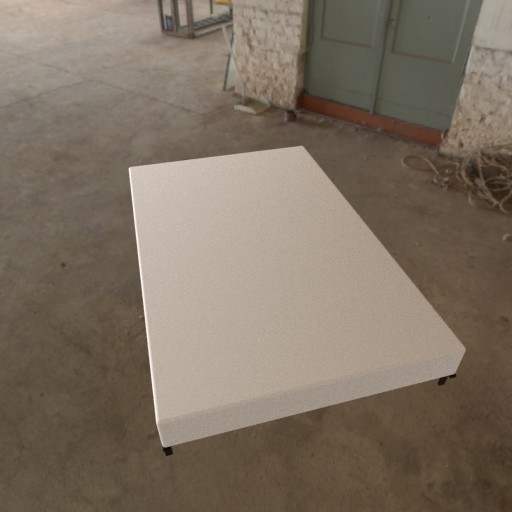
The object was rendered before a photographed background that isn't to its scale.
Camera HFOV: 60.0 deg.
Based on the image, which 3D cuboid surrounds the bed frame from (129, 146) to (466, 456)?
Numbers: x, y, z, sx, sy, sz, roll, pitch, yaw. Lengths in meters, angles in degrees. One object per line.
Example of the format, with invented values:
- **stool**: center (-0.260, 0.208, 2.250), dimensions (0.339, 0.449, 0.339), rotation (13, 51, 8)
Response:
- **bed frame**: center (0.000, 0.000, 3.802), dimensions (1.930, 0.440, 2.987), rotation (-10, 40, -12)
